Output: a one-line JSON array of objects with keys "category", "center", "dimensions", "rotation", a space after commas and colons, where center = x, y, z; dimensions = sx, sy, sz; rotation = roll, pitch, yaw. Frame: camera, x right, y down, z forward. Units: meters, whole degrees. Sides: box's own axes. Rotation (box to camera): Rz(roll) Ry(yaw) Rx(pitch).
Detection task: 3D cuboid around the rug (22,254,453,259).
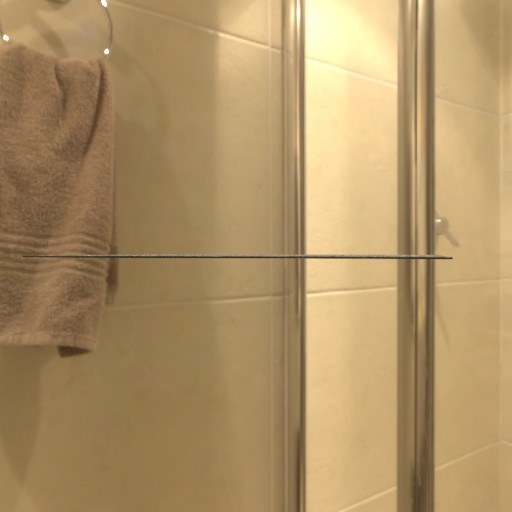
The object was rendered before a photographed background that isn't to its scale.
[{"category": "rug", "center": [0.000, 0.000, 4.338], "dimensions": [3.342, 0.018, 2.432], "rotation": [0, 1, 19]}]
